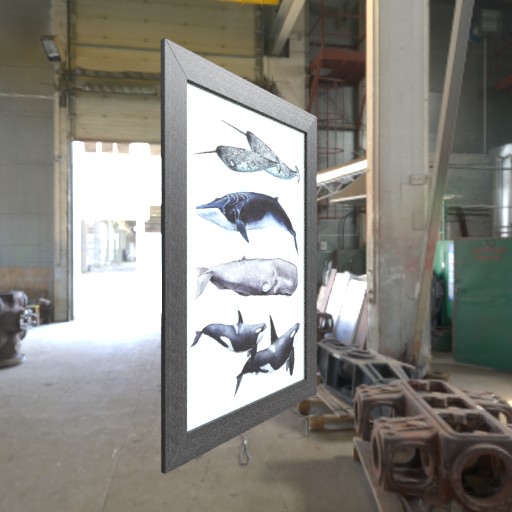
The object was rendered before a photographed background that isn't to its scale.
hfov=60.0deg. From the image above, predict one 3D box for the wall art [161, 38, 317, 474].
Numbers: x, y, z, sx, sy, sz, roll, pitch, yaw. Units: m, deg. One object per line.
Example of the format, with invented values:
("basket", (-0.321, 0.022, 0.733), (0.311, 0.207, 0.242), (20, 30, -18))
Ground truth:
("wall art", (0.000, 0.000, 1.466), (0.016, 1.116, 0.810), (0, 0, 36))
